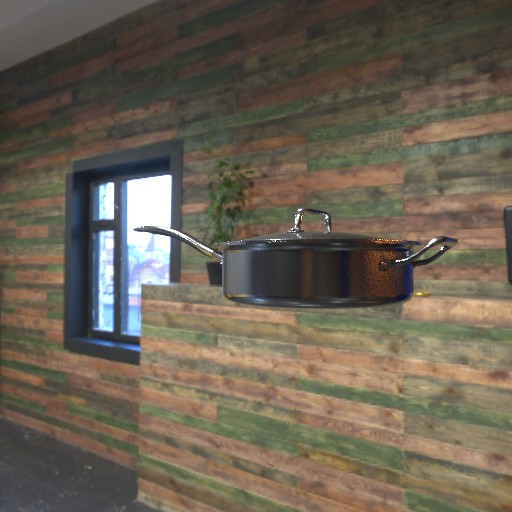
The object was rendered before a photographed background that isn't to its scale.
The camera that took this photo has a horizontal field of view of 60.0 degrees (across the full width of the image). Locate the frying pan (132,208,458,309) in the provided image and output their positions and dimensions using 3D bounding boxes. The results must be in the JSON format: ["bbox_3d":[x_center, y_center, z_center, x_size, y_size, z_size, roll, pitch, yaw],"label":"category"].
[{"bbox_3d":[0.000,0.000,0.594,0.492,0.111,0.245,-1,-1,35],"label":"frying pan"}]
